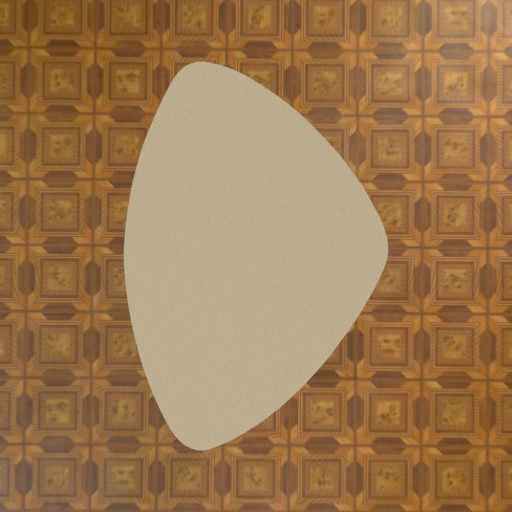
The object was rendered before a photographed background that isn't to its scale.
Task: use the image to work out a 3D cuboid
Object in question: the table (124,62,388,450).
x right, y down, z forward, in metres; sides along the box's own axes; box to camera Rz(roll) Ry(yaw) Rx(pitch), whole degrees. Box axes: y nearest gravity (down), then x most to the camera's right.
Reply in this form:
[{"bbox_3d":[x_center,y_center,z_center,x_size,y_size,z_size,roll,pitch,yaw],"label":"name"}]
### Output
[{"bbox_3d":[0.000,0.000,1.645,0.850,0.440,1.250,0,90,0],"label":"table"}]
